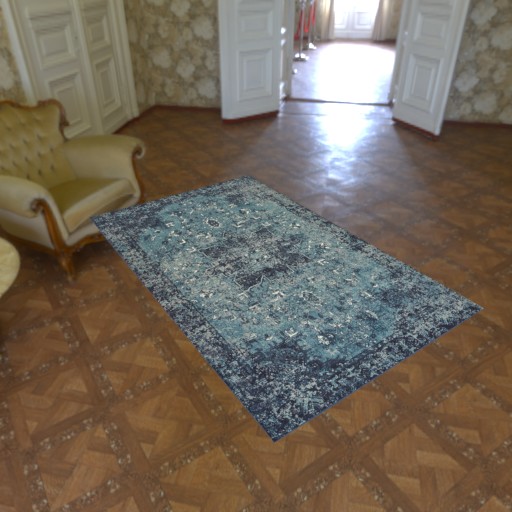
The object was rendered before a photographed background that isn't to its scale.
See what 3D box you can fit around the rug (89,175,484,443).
[{"bbox_3d":[0.000,0.000,3.043,1.525,0.007,2.440,-21,38,-29],"label":"rug"}]
